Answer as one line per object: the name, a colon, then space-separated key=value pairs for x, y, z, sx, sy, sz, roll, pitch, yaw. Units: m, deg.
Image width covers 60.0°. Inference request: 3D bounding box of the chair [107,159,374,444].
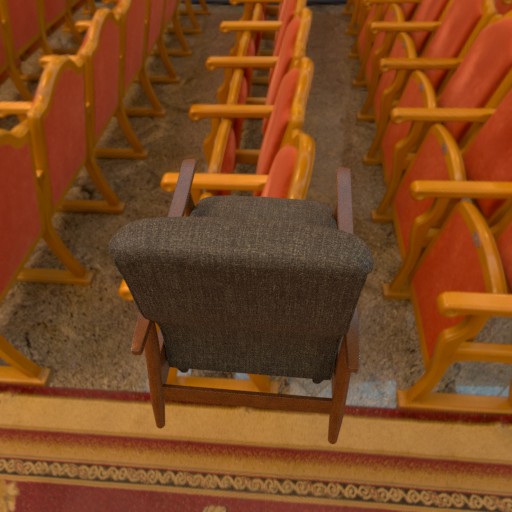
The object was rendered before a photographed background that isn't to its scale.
chair: x=0.000 y=0.000 z=1.733 sx=0.762 sy=1.082 sz=1.014 roll=4 pitch=46 yaw=4
